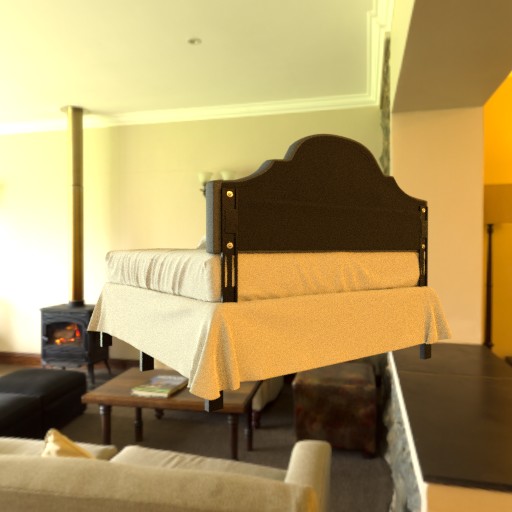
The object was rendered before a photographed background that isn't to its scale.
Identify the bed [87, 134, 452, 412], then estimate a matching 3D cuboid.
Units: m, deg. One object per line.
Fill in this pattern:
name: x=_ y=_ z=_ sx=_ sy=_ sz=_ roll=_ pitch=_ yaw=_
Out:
bed: x=0.000 y=0.000 z=3.737 sx=2.303 sy=1.631 sz=2.222 roll=-1 pitch=1 yaw=-35
